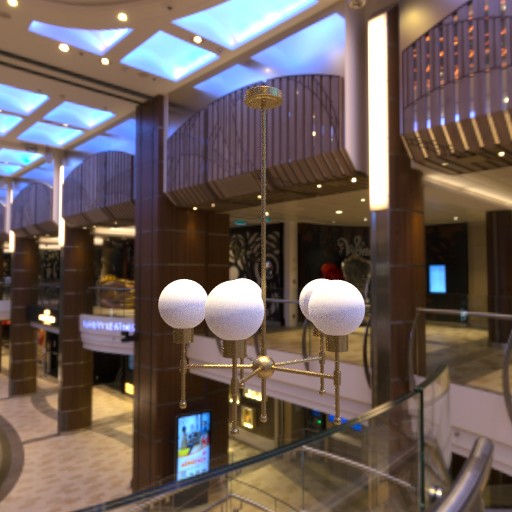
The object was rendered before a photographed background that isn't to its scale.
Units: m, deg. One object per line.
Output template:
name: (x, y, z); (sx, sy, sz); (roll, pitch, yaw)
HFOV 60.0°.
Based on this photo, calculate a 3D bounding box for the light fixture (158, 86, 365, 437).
light fixture: (0.000, 0.000, 1.800); (0.785, 1.331, 0.815); (0, -2, 1)
